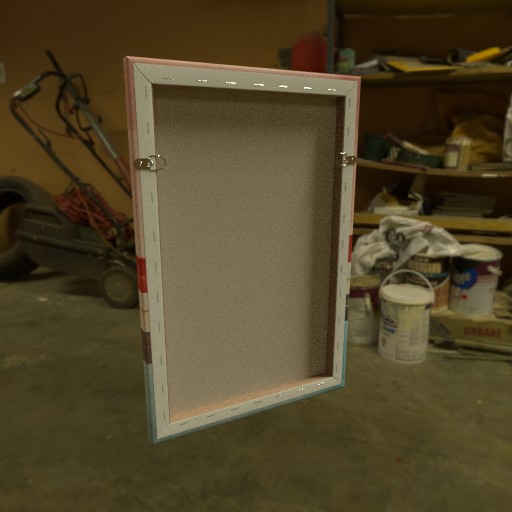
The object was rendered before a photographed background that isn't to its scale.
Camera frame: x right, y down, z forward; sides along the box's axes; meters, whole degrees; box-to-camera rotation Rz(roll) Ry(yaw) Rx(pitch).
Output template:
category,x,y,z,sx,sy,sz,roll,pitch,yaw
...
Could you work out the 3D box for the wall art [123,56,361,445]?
category,x,y,z,sx,sy,sz,roll,pitch,yaw
wall art,0.000,0.000,1.161,0.610,0.914,0.038,-7,16,-26
